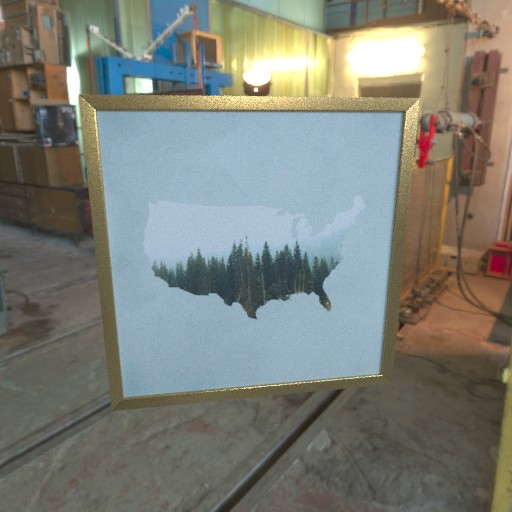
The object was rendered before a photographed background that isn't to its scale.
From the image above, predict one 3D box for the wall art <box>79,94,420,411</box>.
[{"bbox_3d":[0.000,0.000,0.451,0.304,0.304,0.038,-3,16,-9],"label":"wall art"}]
